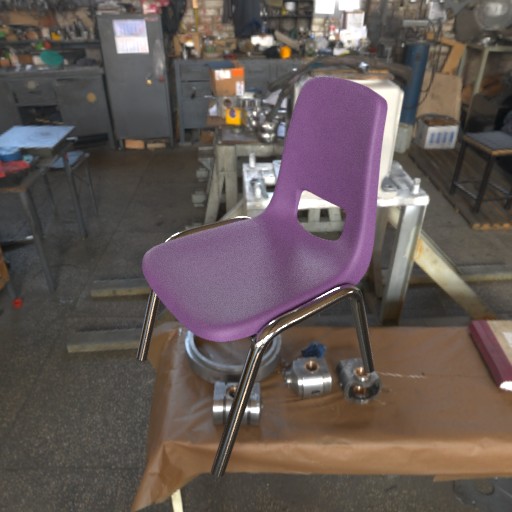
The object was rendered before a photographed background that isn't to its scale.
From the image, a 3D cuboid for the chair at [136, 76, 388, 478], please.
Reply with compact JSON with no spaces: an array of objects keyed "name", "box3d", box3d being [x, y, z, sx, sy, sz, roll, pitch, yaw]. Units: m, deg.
[{"name":"chair","box3d":[0.000,0.000,0.827,0.419,0.584,0.356,-21,38,-29]}]
